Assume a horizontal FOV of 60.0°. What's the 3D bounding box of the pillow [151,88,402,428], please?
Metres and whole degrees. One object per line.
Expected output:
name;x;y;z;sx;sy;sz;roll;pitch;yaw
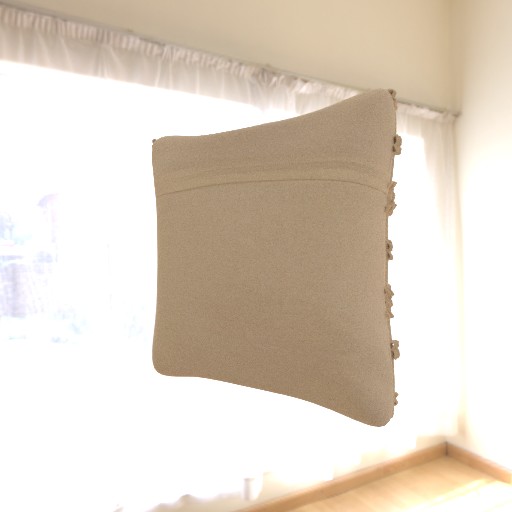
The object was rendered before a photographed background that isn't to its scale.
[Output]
pillow;0.000;0.000;0.674;0.437;0.427;0.145;1;1;35
